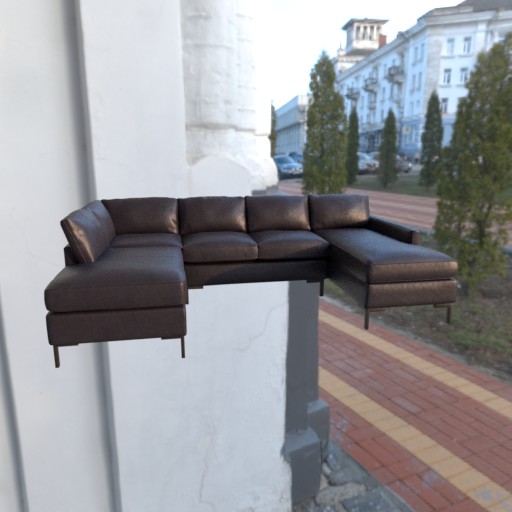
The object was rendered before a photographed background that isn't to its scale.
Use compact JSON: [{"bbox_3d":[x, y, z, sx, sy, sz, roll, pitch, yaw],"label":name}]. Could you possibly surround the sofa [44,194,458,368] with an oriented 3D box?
[{"bbox_3d":[0.000,0.000,3.827,2.956,0.900,1.939,-2,13,-10],"label":"sofa"}]
